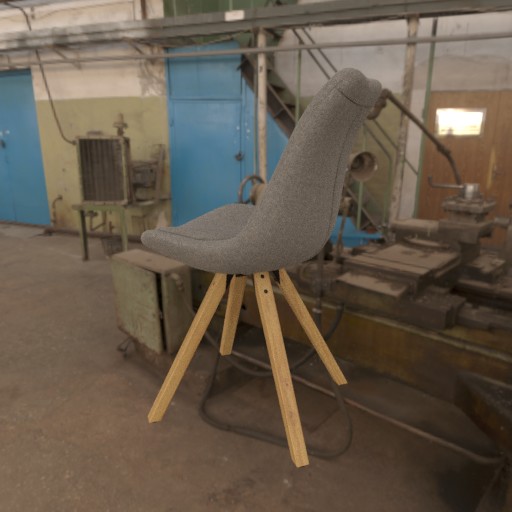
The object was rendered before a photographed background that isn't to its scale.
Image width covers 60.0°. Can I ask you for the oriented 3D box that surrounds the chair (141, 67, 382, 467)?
[{"bbox_3d":[0.000,0.000,1.163,0.550,0.865,0.483,7,18,24],"label":"chair"}]
